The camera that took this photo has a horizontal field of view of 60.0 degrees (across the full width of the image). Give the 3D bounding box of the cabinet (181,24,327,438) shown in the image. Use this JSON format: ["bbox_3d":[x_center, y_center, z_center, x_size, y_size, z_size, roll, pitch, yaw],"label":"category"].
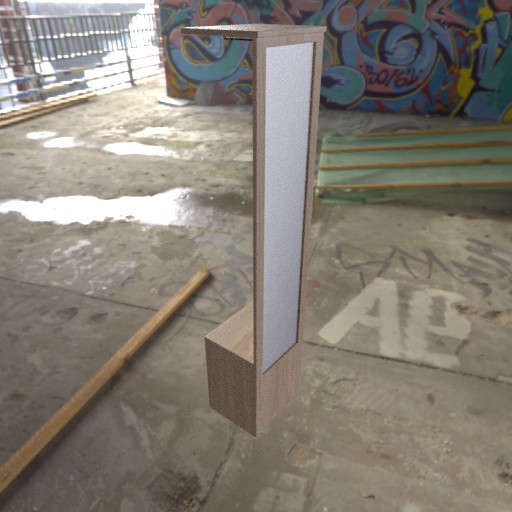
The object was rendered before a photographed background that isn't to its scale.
[{"bbox_3d":[0.000,0.000,2.045,0.338,1.879,0.411,21,36,32],"label":"cabinet"}]
